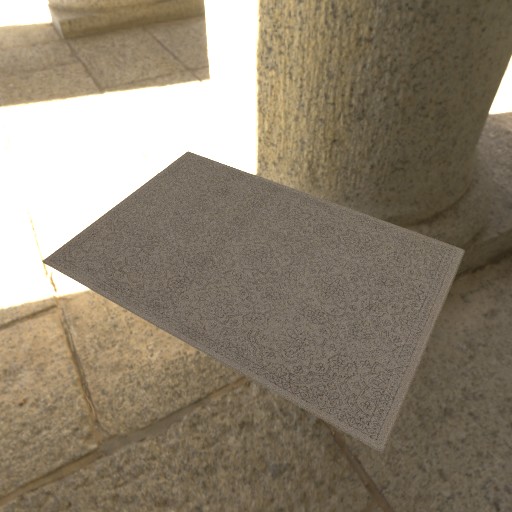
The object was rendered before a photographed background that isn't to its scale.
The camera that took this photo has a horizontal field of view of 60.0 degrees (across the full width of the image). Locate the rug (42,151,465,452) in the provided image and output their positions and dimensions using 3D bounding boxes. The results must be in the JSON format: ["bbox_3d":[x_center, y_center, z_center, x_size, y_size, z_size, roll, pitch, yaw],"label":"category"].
[{"bbox_3d":[0.000,0.000,2.868,2.286,0.011,1.524,24,50,22],"label":"rug"}]
